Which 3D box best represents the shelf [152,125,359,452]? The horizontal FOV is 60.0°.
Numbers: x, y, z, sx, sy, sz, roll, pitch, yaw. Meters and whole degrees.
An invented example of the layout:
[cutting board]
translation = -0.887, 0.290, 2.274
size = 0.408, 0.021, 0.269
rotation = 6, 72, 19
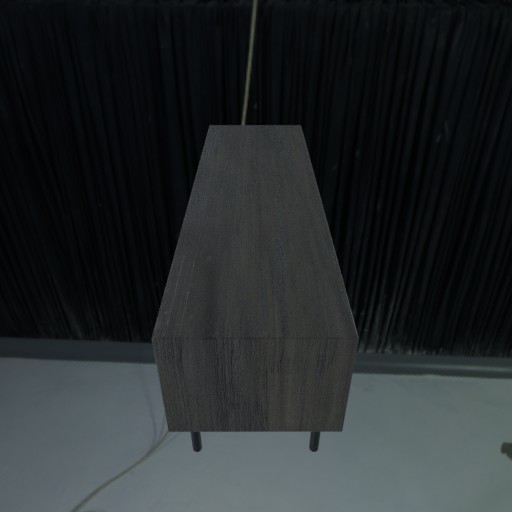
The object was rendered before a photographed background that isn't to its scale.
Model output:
[shelf]
translation = 0.000, 0.000, 1.521
size = 0.400, 0.495, 1.300
rotation = 0, 34, 0
